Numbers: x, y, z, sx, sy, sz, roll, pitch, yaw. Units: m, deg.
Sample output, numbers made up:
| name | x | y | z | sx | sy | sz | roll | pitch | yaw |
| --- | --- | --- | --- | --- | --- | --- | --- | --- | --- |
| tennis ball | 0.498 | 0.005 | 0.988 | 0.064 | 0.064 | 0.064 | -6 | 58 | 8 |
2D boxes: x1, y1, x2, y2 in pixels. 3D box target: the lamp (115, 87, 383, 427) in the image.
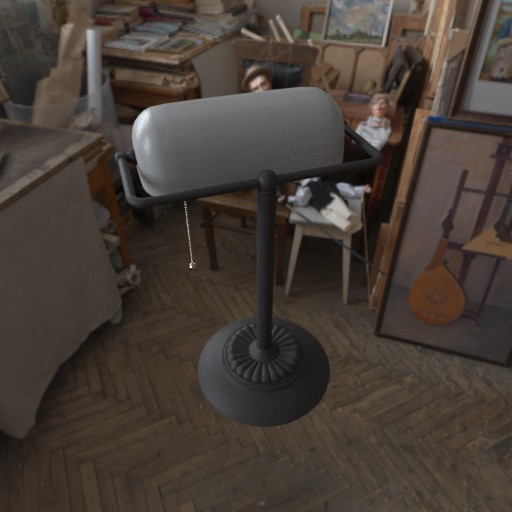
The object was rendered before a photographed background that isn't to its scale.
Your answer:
| name | x | y | z | sx | sy | sz | roll | pitch | yaw |
| --- | --- | --- | --- | --- | --- | --- | --- | --- | --- |
| lamp | 0.000 | 0.000 | 0.519 | 0.264 | 0.339 | 0.243 | -12 | 41 | -15 |
